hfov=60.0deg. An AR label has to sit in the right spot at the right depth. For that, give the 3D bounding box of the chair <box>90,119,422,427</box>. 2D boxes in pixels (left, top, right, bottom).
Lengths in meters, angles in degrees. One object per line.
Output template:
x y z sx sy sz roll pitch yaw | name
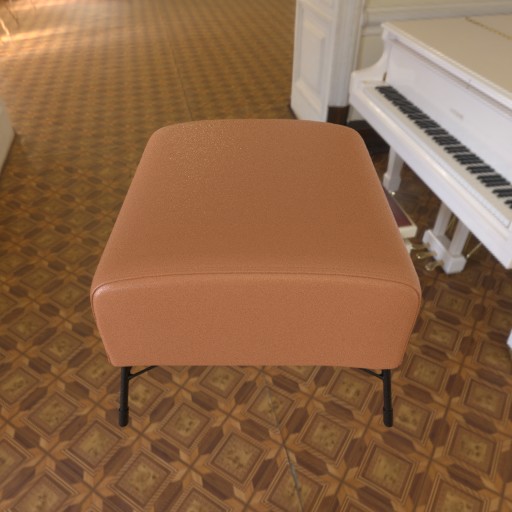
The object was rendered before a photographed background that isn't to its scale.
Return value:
0.000 0.000 0.916 0.530 0.410 0.530 0 41 0 | chair
